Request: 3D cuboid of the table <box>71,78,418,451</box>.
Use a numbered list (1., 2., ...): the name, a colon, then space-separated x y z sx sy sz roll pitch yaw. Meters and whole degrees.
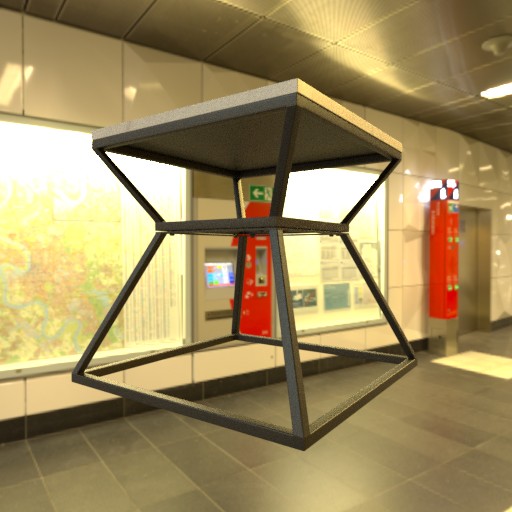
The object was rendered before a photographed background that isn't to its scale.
1. table: 0.000 0.000 0.811 0.455 0.431 0.455 1 1 35
